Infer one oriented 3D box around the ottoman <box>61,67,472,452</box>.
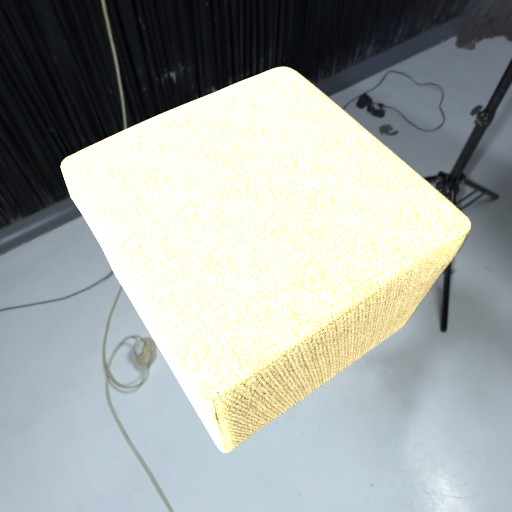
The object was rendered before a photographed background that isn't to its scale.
[{"bbox_3d":[0.000,0.000,0.891,0.505,0.441,0.512,-30,62,-18],"label":"ottoman"}]
